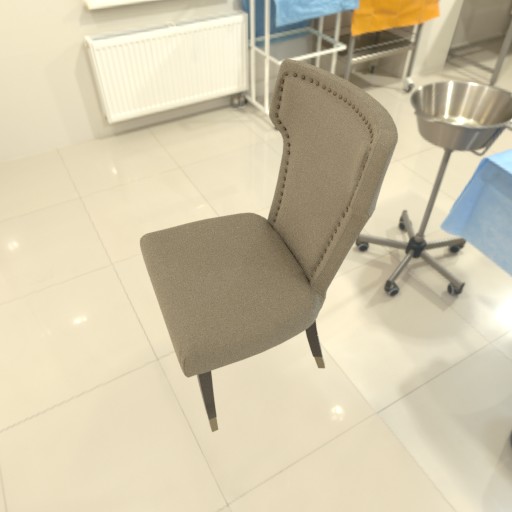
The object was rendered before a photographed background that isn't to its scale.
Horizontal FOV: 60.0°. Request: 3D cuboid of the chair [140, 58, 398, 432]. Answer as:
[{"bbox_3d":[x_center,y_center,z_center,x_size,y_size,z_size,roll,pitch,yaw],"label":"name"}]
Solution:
[{"bbox_3d":[0.000,0.000,1.355,0.630,0.955,0.526,-17,47,-16],"label":"chair"}]
